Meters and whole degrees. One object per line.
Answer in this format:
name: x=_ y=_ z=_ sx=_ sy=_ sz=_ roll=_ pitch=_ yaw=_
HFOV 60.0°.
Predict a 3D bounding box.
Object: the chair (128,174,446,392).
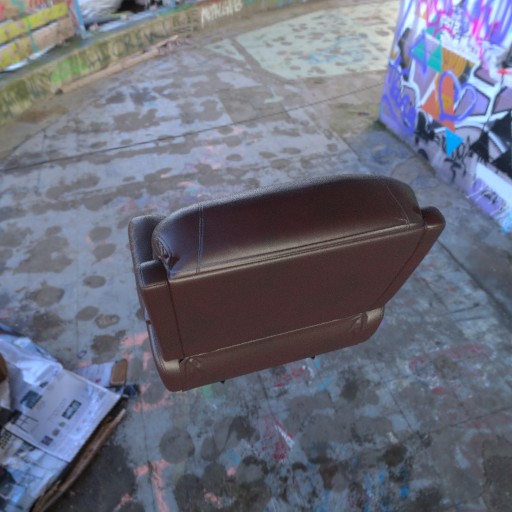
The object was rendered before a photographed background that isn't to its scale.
chair: x=0.000 y=0.000 z=1.734 sx=0.930 sy=1.011 sz=0.899 roll=-12 pitch=43 yaw=-13
